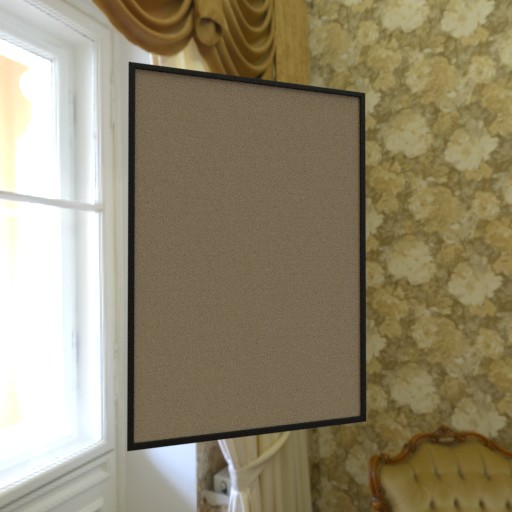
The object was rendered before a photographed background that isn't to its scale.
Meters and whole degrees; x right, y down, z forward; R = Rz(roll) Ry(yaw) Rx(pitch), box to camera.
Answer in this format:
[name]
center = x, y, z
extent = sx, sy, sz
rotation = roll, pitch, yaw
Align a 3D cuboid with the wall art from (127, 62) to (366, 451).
[wall art]
center = 0.000, 0.000, 0.827
extent = 0.460, 0.660, 0.013
rotation = 0, -1, -18
